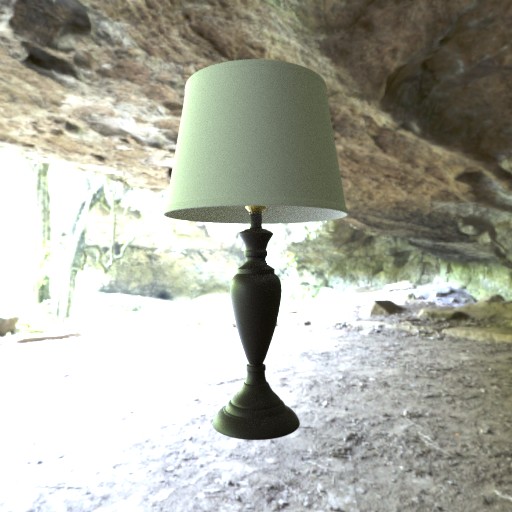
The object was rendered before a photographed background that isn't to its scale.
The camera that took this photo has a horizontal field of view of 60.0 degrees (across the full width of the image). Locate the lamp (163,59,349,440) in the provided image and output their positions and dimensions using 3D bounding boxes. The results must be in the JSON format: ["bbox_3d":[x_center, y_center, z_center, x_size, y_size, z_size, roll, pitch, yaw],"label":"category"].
[{"bbox_3d":[0.000,0.000,0.815,0.335,0.611,0.335,0,-1,0],"label":"lamp"}]
